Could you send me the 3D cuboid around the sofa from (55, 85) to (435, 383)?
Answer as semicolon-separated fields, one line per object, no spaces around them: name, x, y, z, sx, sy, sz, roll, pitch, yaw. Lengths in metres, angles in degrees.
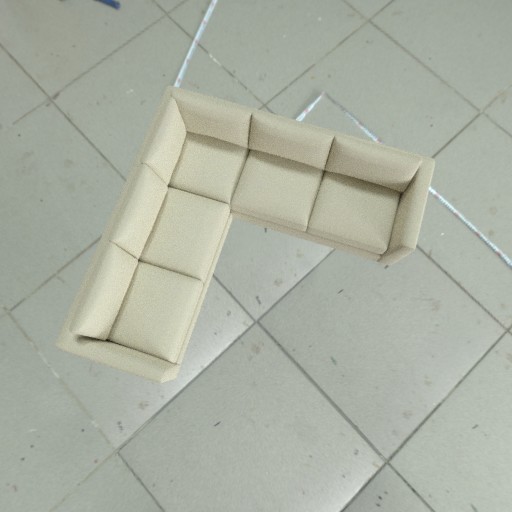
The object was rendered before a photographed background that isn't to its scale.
sofa;0.000;0.000;3.785;2.448;0.867;2.430;17;75;5
